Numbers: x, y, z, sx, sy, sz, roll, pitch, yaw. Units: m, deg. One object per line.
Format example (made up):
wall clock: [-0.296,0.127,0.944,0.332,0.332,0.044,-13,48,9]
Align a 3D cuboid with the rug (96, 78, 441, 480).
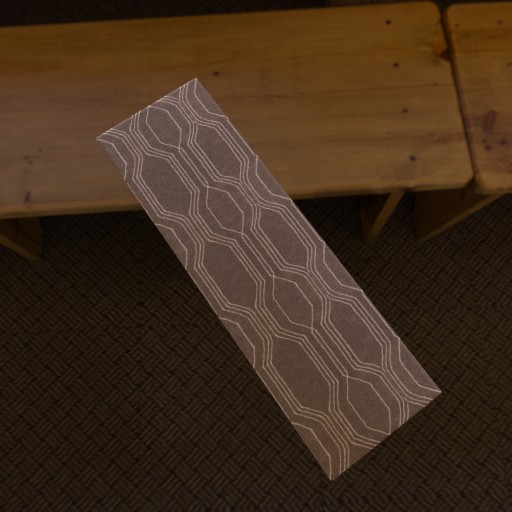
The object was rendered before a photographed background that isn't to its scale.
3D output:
rug: [0.000,0.000,2.646,0.773,0.012,2.464,-35,78,-8]
